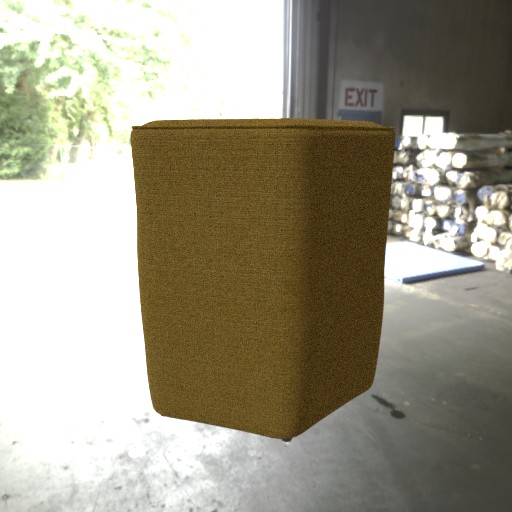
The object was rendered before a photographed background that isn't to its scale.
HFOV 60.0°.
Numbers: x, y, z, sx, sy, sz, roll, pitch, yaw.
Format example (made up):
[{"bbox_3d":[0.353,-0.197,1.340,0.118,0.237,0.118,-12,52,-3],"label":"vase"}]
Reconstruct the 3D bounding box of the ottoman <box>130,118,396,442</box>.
[{"bbox_3d":[0.000,0.000,0.869,0.494,0.502,0.443,-14,20,-41],"label":"ottoman"}]
